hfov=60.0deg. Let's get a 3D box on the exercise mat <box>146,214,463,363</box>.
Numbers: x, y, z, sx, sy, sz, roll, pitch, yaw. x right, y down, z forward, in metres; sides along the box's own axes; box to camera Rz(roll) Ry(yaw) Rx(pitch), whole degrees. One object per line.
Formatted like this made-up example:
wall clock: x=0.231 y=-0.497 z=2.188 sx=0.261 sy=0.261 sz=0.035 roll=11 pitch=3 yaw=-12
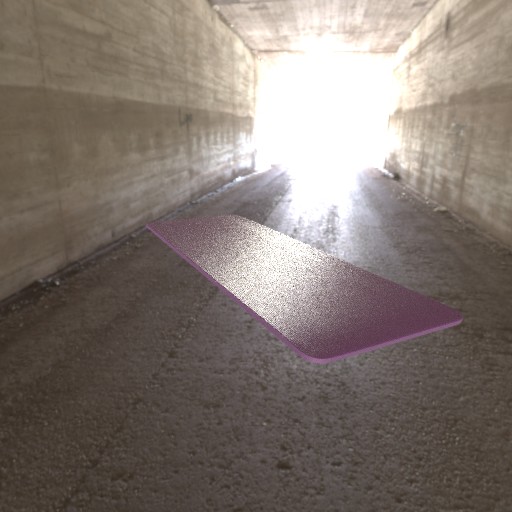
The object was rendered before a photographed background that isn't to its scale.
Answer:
exercise mat: x=0.000 y=0.000 z=2.092 sx=0.616 sy=0.021 sz=1.869 roll=-8 pitch=19 yaw=-26
